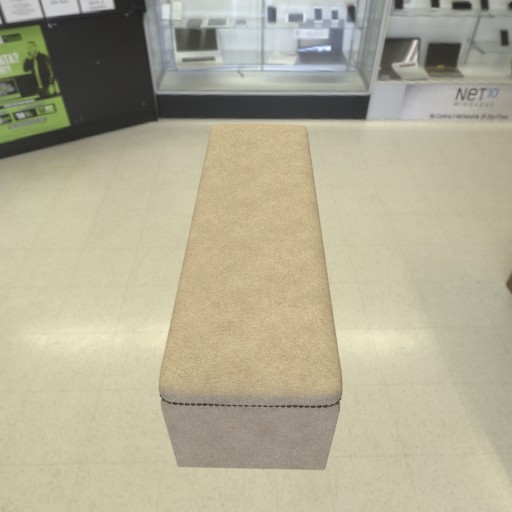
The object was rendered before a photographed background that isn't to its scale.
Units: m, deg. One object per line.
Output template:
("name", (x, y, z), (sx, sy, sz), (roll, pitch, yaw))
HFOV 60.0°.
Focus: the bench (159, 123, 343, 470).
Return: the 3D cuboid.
("bench", (0.000, 0.000, 1.758), (0.470, 0.447, 1.482), (1, 42, 1))
